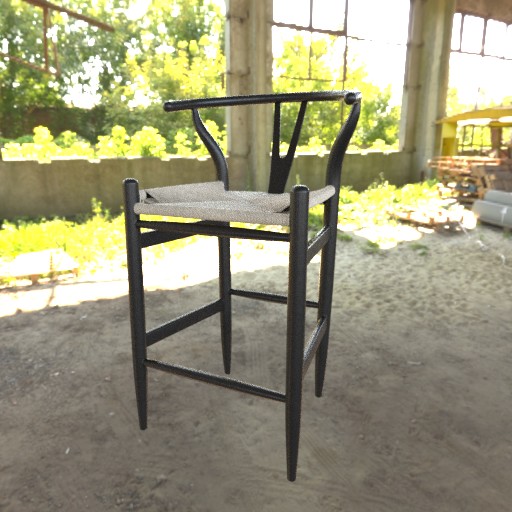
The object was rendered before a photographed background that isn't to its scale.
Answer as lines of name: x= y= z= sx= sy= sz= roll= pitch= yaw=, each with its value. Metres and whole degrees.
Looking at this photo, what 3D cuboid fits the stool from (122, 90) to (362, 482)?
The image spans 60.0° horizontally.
stool: x=0.000 y=0.000 z=1.316 sx=0.569 sy=0.970 sz=0.579 roll=7 pitch=15 yaw=25
